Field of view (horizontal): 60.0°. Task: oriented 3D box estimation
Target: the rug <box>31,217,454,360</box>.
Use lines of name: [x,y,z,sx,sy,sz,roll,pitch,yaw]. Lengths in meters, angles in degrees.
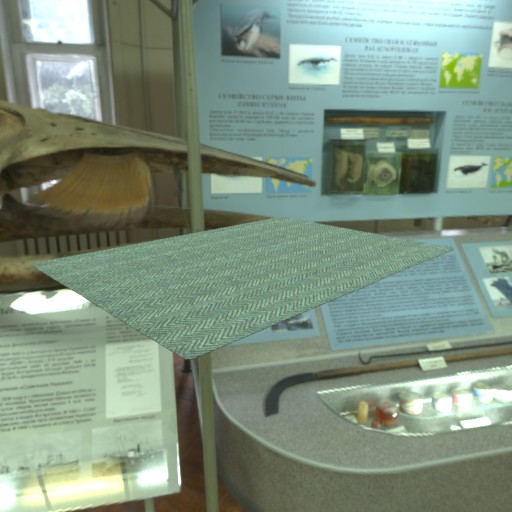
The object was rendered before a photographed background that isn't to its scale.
rug: [0.000,0.000,5.076,3.957,0.011,2.894,-15,21,-42]
